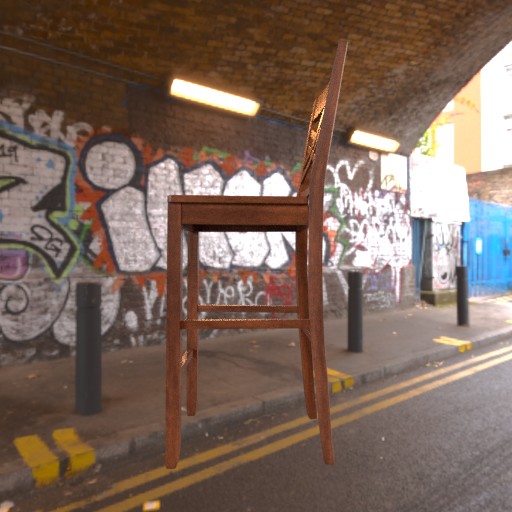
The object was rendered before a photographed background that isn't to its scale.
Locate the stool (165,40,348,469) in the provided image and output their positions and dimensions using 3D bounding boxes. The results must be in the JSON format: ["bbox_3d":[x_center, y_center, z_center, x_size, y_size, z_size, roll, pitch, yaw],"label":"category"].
[{"bbox_3d":[0.000,0.000,1.345,0.487,1.105,0.433,0,0,-1],"label":"stool"}]
